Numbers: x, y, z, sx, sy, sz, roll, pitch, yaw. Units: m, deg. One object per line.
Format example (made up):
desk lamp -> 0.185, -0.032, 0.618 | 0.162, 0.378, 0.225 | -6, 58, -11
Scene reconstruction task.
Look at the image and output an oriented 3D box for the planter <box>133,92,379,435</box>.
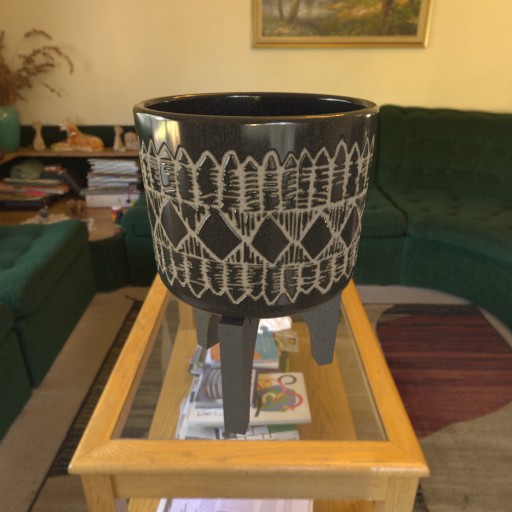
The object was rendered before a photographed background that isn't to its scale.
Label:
planter -> 0.000, 0.000, 0.536 | 0.251, 0.355, 0.251 | -7, 26, -15
